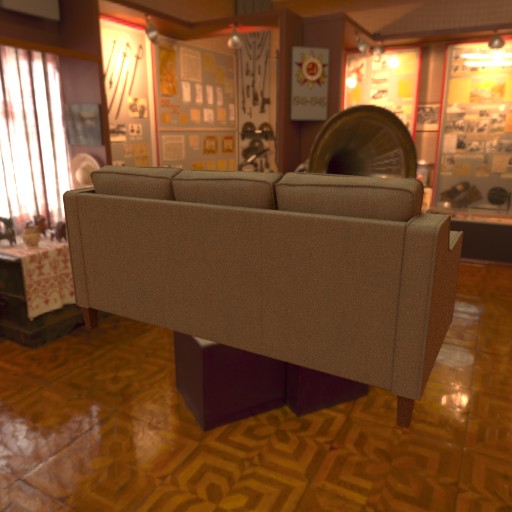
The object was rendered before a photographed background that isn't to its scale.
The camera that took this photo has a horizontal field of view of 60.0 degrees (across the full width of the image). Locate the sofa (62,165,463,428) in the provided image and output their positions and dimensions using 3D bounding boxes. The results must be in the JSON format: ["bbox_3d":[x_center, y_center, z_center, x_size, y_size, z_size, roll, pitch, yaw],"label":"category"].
[{"bbox_3d":[0.000,0.000,2.456,1.986,0.974,0.911,9,17,29],"label":"sofa"}]
